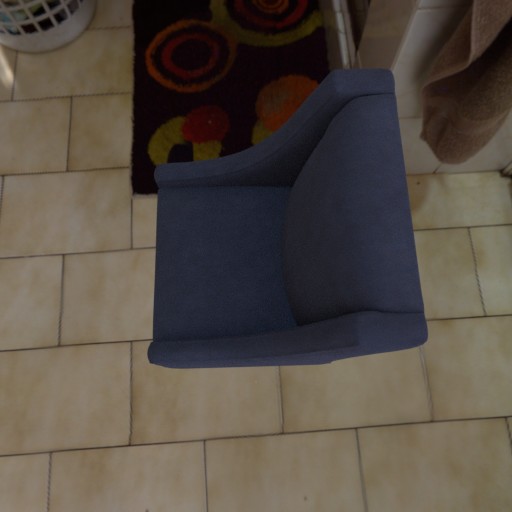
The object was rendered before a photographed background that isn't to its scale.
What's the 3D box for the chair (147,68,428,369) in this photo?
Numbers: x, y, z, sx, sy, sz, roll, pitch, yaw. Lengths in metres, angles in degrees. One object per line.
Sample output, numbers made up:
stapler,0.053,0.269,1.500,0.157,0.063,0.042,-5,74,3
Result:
chair,0.000,0.000,1.317,0.629,0.895,0.629,-2,74,0
